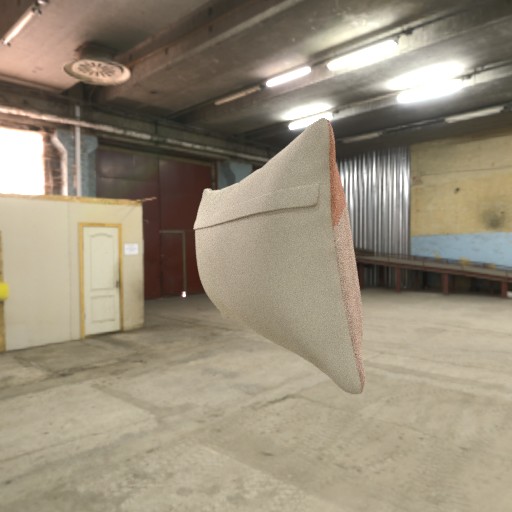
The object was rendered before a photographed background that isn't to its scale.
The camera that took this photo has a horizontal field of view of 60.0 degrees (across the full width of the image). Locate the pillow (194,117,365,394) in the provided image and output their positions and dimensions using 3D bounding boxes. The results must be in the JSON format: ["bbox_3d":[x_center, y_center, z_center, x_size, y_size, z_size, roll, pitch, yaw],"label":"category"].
[{"bbox_3d":[0.000,0.000,0.724,0.155,0.292,0.609,0,1,-18],"label":"pillow"}]
